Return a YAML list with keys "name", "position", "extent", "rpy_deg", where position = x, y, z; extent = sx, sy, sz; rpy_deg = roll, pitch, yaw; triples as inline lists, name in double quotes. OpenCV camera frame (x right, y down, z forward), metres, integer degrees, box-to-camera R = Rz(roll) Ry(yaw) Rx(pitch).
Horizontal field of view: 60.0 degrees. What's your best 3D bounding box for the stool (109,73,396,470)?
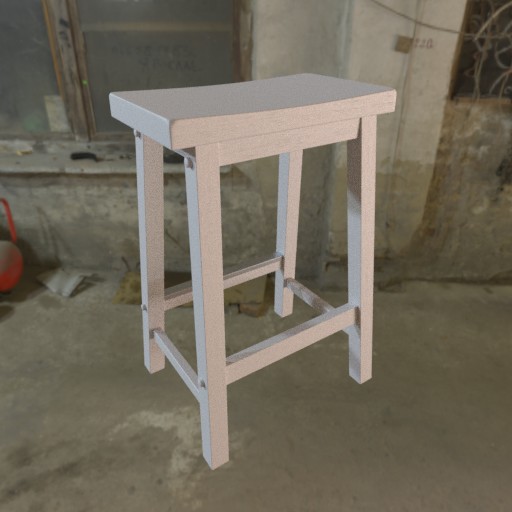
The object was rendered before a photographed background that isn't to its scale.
- name: "stool"
  position: [0.000, 0.000, 0.860]
  extent: [0.406, 0.610, 0.322]
  rpy_deg: [-18, 34, -29]
